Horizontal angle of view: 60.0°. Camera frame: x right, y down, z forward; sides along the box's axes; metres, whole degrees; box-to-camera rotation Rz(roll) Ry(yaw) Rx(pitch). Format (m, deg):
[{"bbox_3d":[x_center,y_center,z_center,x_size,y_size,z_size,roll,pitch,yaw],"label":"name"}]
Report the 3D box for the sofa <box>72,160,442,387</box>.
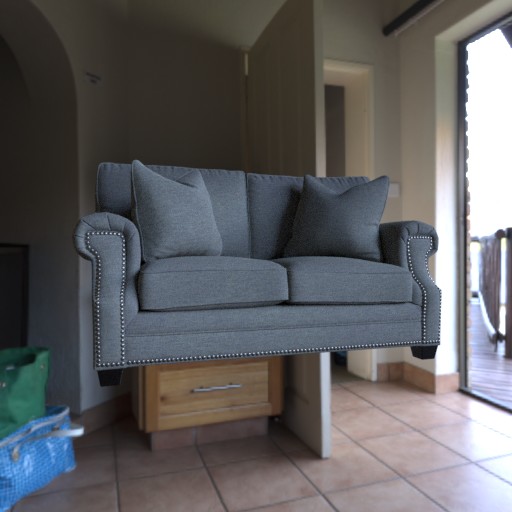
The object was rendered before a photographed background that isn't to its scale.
[{"bbox_3d":[0.000,0.000,2.285,1.701,0.966,0.966,0,0,-17],"label":"sofa"}]
